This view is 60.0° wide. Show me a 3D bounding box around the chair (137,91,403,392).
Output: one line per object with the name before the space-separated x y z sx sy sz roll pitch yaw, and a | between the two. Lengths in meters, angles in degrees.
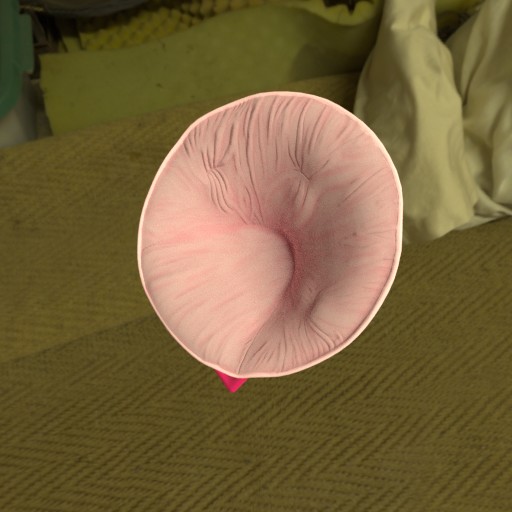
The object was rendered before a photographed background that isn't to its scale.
chair | 0.000 0.000 0.914 0.459 0.494 0.522 -34 69 -15
